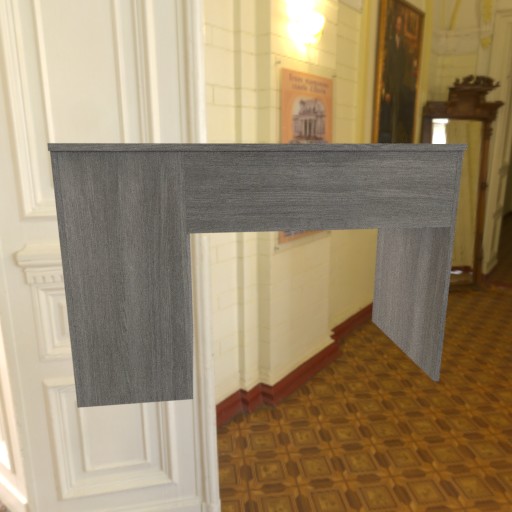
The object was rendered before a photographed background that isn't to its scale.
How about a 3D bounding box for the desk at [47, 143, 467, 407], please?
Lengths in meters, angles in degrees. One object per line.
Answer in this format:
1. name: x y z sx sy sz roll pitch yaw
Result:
1. desk: 0.000 0.000 1.502 1.097 0.735 0.560 -2 14 -8
